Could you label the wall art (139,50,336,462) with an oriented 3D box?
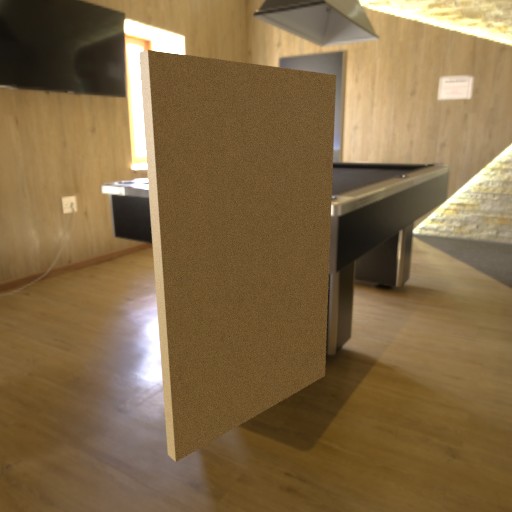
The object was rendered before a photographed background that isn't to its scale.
[{"bbox_3d":[0.000,0.000,1.016,0.510,0.810,0.039,-14,21,-41],"label":"wall art"}]
